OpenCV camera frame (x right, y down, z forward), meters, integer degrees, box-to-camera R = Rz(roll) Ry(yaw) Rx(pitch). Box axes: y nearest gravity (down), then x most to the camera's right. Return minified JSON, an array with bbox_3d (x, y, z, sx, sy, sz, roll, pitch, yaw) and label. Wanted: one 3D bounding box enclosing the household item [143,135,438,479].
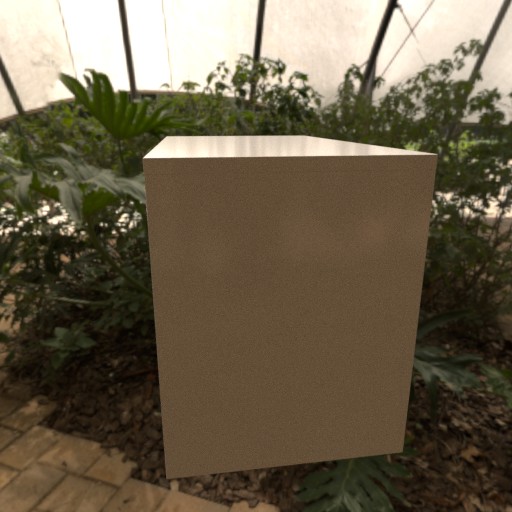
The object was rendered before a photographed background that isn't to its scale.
[{"bbox_3d":[0.000,0.000,1.506,0.597,0.749,1.100,-3,17,-8],"label":"household item"}]
